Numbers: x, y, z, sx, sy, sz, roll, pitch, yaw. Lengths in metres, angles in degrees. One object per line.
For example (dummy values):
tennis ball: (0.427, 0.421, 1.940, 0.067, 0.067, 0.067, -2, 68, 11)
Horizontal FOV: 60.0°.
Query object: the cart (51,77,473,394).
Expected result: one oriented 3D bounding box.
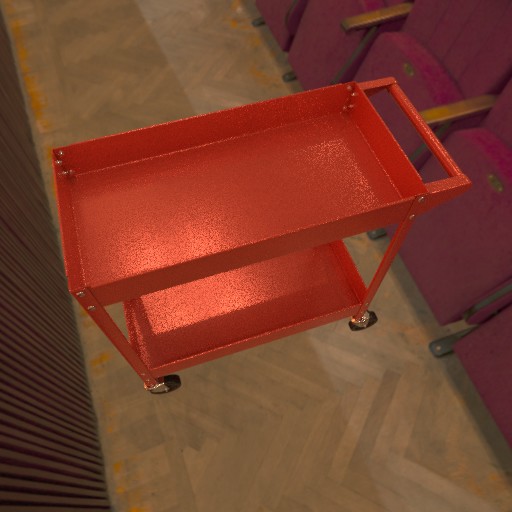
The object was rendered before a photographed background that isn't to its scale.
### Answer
cart: (0.000, 0.000, 1.177, 0.779, 0.719, 0.366, -16, 61, -9)
